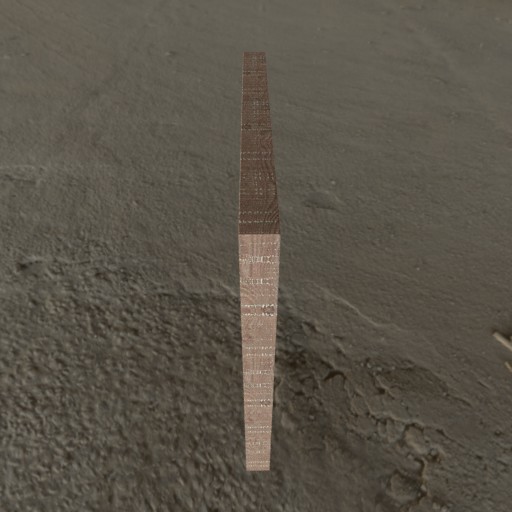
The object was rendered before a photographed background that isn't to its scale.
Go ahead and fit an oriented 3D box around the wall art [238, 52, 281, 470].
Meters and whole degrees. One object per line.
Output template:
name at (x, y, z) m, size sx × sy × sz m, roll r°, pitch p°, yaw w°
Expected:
wall art at (0.000, 0.000, 0.795) m, size 0.040 × 0.531 × 0.531 m, roll 0°, pitch 42°, yaw -1°
